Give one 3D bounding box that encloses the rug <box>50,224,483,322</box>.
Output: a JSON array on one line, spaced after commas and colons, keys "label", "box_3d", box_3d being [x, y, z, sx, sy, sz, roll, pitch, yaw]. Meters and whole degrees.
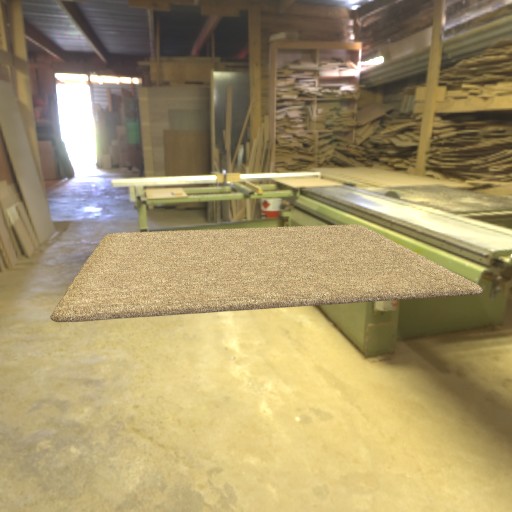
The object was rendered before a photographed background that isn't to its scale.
[{"label": "rug", "box_3d": [0.000, 0.000, 3.843, 2.873, 0.050, 2.242, -3, 16, -9]}]
